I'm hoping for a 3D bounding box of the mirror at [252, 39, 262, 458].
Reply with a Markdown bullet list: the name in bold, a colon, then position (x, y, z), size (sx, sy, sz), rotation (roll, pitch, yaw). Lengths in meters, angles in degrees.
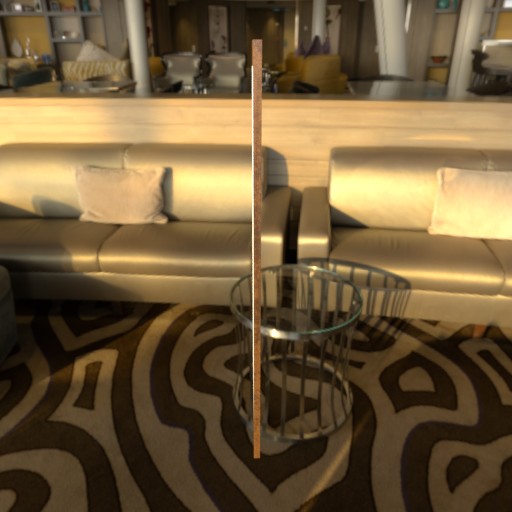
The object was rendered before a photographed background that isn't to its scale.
- **mirror**: position (0.000, 0.000, 2.322), size (0.032, 2.031, 0.812), rotation (0, 26, -1)
